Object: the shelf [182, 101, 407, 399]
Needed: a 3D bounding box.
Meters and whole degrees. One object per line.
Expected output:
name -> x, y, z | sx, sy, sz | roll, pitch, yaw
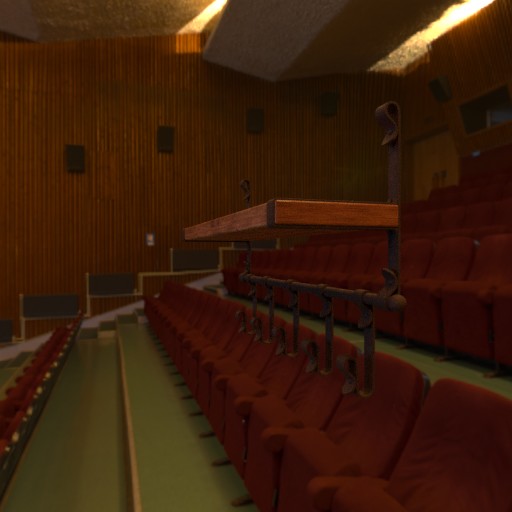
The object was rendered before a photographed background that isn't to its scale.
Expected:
shelf -> 0.000, 0.000, 0.702 | 0.146, 0.330, 0.567 | 0, 0, -19
